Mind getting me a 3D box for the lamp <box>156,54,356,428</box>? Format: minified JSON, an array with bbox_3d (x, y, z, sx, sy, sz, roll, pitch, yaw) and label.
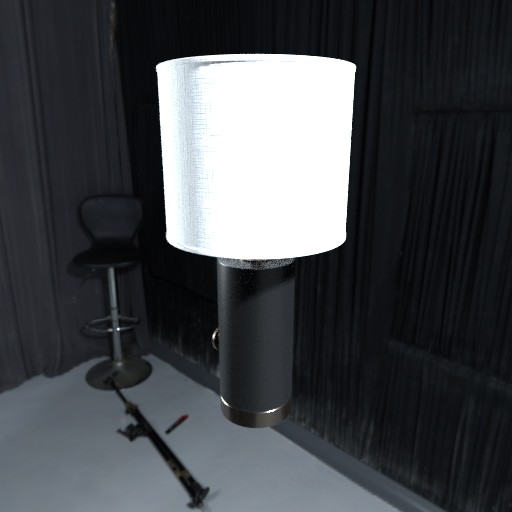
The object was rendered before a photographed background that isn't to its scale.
[{"bbox_3d":[0.000,0.000,0.616,0.241,0.482,0.240,-16,23,-42],"label":"lamp"}]
